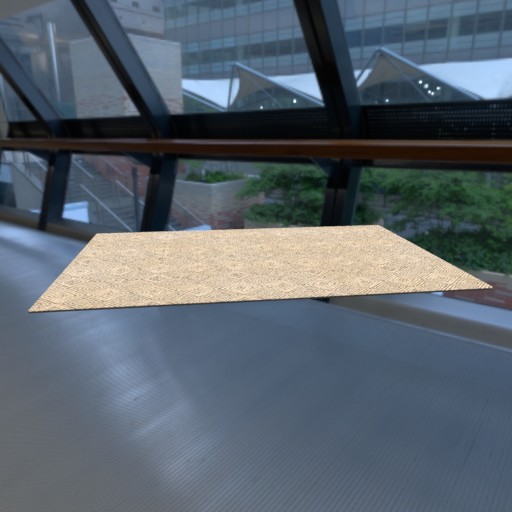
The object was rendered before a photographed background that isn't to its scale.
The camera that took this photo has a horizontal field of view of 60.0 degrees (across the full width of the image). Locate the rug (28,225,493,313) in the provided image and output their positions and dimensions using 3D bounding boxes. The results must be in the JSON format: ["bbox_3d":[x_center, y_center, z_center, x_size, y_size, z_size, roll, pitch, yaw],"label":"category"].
[{"bbox_3d":[0.000,0.000,2.234,1.783,0.008,1.175,-2,17,-7],"label":"rug"}]
